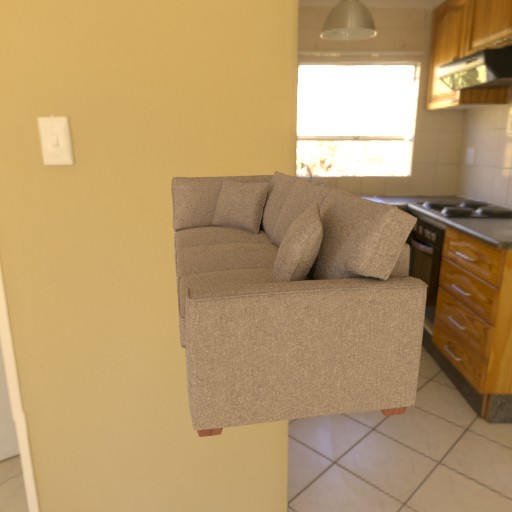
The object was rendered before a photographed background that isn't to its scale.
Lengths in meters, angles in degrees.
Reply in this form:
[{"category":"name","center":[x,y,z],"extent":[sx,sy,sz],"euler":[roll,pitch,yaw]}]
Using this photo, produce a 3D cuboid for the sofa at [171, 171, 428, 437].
[{"category":"sofa","center":[0.000,0.000,2.886],"extent":[1.061,0.962,2.317],"euler":[-3,15,-10]}]
